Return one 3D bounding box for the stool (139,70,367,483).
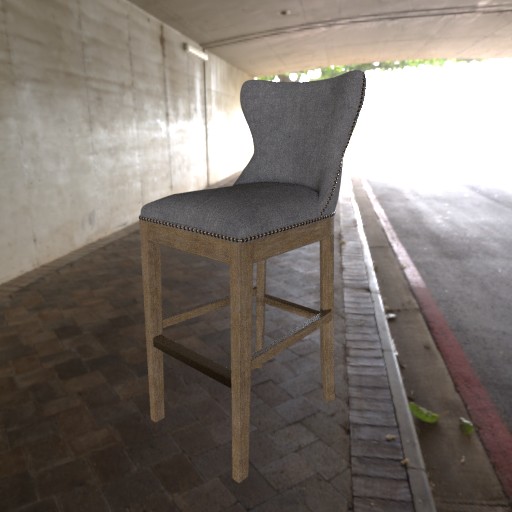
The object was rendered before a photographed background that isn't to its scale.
[{"bbox_3d":[0.000,0.000,1.438,0.494,1.123,0.606,14,22,40],"label":"stool"}]
